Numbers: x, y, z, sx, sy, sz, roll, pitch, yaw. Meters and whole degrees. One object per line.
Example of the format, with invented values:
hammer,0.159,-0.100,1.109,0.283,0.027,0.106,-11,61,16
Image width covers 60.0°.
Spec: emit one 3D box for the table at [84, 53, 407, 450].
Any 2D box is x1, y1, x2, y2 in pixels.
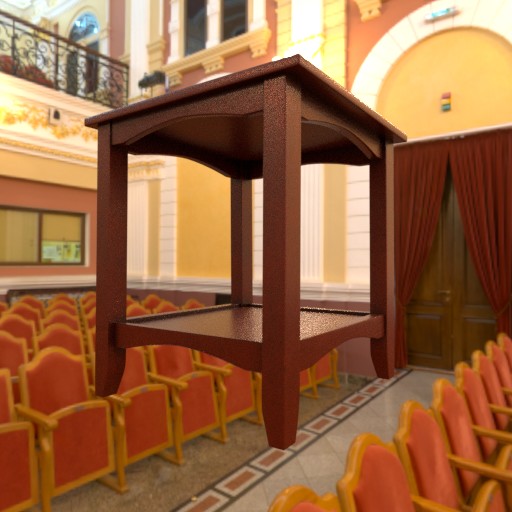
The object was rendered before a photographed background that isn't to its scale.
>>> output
table,0.000,0.000,0.959,0.522,0.558,0.523,0,0,38
